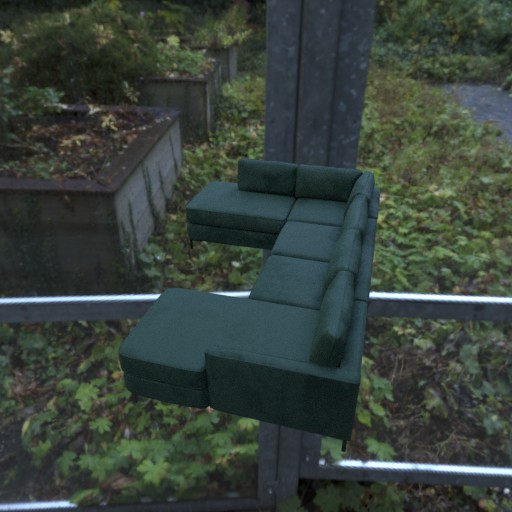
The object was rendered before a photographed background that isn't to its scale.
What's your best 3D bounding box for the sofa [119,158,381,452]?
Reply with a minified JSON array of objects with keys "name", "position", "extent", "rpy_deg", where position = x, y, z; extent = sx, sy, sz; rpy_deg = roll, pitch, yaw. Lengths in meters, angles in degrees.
[{"name":"sofa","position":[0.000,0.000,3.910],"extent":[1.992,0.861,2.994],"rpy_deg":[8,31,13]}]
